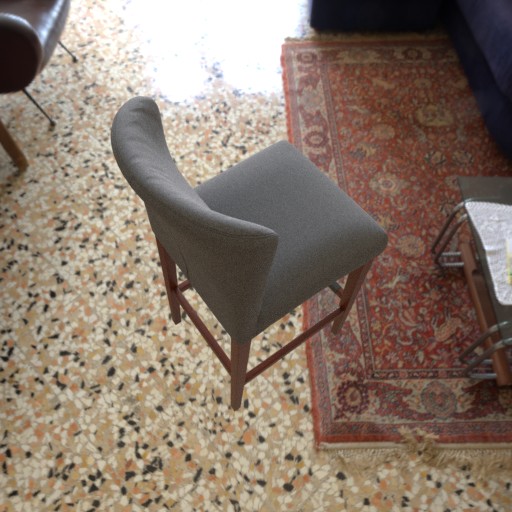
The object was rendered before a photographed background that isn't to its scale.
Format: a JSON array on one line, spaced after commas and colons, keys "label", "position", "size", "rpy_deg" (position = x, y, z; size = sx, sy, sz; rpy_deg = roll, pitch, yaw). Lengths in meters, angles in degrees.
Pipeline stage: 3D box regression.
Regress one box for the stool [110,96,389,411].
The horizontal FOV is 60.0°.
[{"label": "stool", "position": [0.000, 0.000, 1.322], "size": [0.568, 1.069, 0.481], "rpy_deg": [-32, 63, -18]}]
